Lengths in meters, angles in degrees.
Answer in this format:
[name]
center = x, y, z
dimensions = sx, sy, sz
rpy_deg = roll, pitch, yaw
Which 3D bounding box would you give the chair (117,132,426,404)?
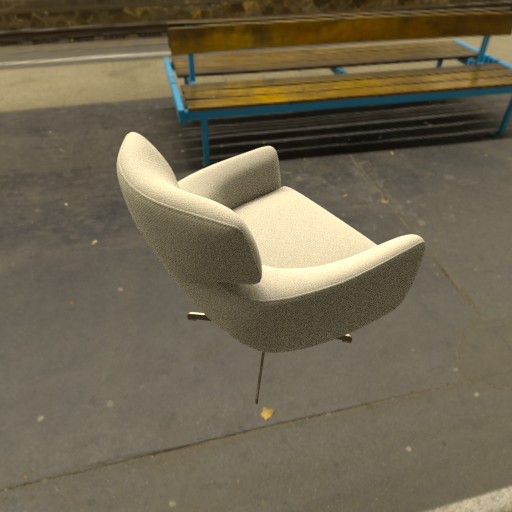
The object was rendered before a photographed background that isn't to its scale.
[chair]
center = 0.000, 0.000, 1.429
dimensions = 0.730, 0.810, 0.760
rpy_deg = -25, 46, -27
